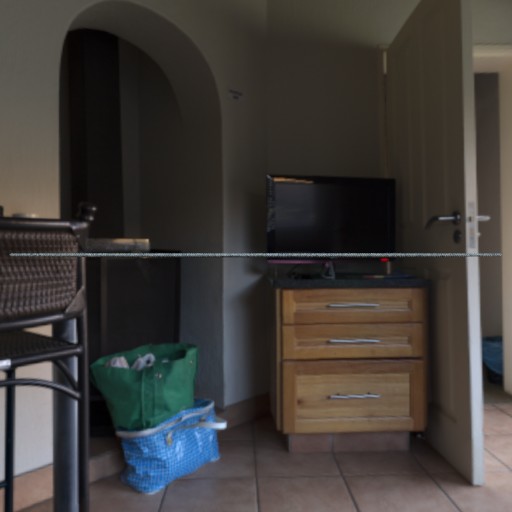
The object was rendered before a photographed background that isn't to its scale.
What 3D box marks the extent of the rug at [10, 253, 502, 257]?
[{"bbox_3d":[0.000,0.000,2.819,2.283,0.013,1.547,0,0,0],"label":"rug"}]
